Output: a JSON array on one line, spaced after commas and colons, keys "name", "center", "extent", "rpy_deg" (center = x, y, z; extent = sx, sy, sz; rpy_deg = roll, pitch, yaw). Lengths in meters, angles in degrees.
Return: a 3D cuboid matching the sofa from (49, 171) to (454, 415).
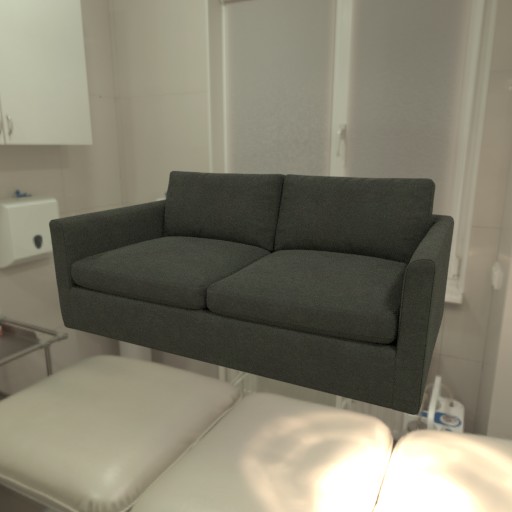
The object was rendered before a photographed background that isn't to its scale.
[{"name": "sofa", "center": [0.000, 0.000, 2.427], "extent": [1.909, 0.845, 1.091], "rpy_deg": [7, 15, 26]}]
